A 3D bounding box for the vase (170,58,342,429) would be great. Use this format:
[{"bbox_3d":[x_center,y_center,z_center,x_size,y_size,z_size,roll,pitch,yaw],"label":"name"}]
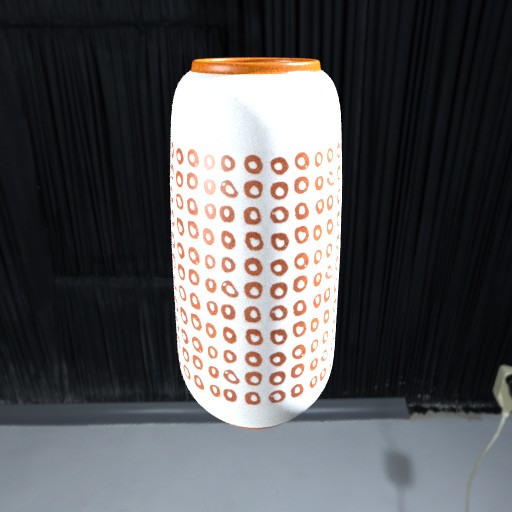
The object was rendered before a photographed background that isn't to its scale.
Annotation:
[{"bbox_3d":[0.000,0.000,0.348,0.133,0.282,0.133,0,26,0],"label":"vase"}]
